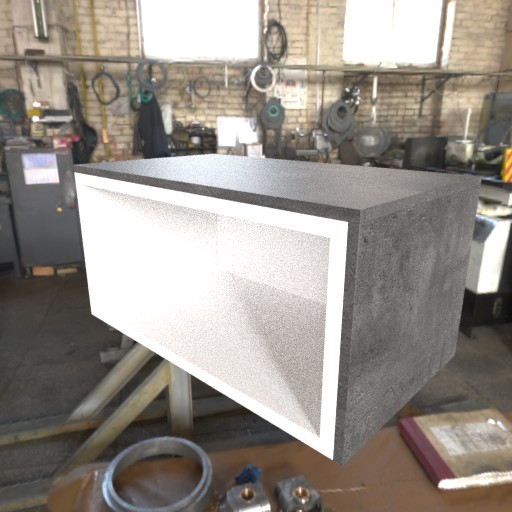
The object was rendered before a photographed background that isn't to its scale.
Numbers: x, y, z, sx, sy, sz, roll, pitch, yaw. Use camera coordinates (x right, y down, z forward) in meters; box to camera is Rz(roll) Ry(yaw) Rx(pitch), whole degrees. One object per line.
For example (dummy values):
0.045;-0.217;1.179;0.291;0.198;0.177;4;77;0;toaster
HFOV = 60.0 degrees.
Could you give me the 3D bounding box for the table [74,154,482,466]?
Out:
0.000;0.000;0.911;0.700;0.350;0.400;16;23;41;table
